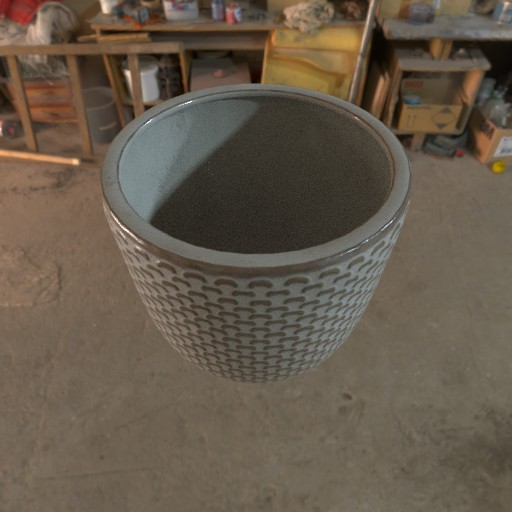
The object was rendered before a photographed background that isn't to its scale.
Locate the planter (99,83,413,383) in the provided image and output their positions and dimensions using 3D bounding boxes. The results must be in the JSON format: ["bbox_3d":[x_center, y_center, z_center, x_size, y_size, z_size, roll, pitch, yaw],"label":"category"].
[{"bbox_3d":[0.000,0.000,0.351,0.197,0.191,0.197,0,47,0],"label":"planter"}]
